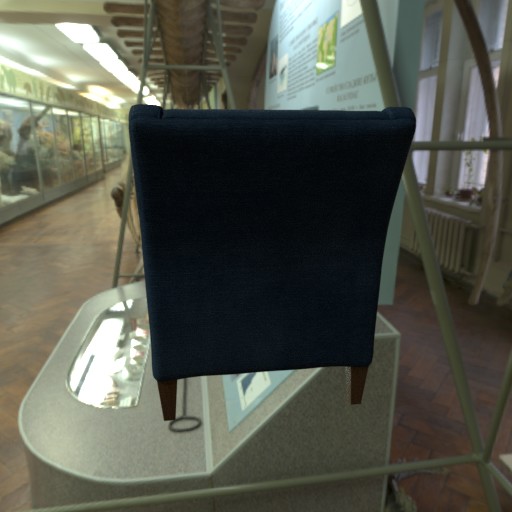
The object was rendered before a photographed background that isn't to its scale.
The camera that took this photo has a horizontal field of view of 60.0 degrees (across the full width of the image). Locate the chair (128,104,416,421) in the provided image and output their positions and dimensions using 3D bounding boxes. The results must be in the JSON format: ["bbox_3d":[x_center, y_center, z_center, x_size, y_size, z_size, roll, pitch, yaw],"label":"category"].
[{"bbox_3d":[0.000,0.000,1.651,0.774,1.014,0.870,-2,15,-8],"label":"chair"}]
